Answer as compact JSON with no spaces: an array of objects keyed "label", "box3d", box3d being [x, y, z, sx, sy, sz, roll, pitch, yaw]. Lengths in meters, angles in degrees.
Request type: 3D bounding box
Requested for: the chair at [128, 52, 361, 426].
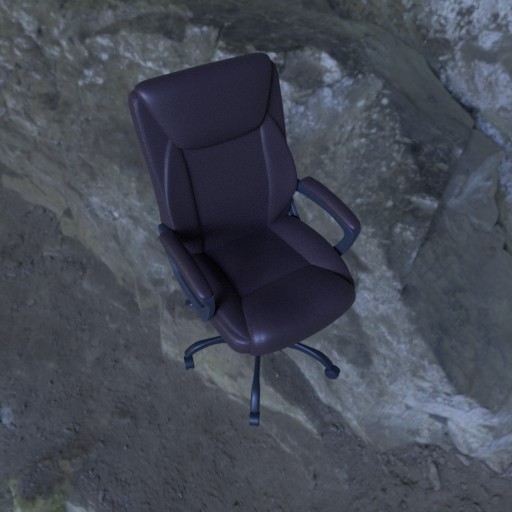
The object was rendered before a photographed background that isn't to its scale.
[{"label":"chair","box3d":[0.000,0.000,1.476,0.615,1.072,0.655,-24,51,-21]}]
